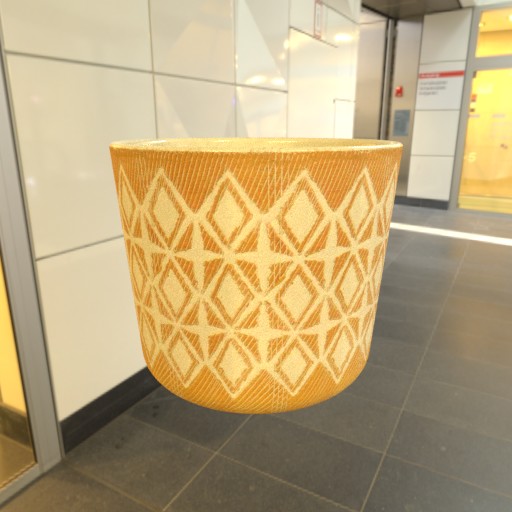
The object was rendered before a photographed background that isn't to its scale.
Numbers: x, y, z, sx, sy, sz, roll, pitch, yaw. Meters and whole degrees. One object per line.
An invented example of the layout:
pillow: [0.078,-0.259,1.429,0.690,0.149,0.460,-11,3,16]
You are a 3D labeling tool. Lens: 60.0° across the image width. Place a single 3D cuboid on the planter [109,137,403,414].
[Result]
planter: [0.000,0.000,0.328,0.193,0.165,0.193,0,16,0]
